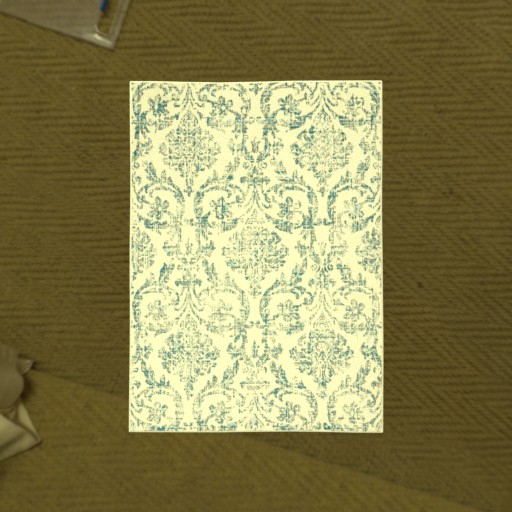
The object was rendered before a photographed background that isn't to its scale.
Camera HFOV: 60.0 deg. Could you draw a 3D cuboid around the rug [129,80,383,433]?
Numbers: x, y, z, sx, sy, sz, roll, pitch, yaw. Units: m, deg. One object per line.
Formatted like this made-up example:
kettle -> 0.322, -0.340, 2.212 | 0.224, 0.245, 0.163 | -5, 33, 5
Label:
rug -> 0.000, 0.000, 2.771 | 1.586, 0.014, 2.197 | 0, 89, 0
